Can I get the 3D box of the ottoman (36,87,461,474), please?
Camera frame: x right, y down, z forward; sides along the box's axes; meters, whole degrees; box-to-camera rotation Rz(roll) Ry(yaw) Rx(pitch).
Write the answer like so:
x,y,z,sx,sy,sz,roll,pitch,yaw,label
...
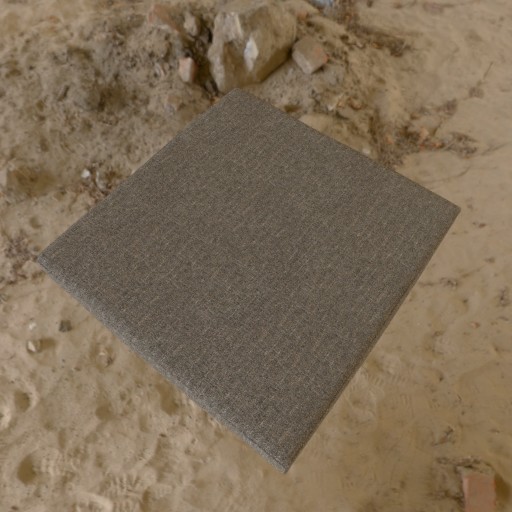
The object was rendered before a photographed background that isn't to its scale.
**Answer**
x,y,z,sx,sy,sz,roll,pitch,yaw,label
0.000,0.000,1.547,0.981,0.379,1.016,34,66,17,ottoman
